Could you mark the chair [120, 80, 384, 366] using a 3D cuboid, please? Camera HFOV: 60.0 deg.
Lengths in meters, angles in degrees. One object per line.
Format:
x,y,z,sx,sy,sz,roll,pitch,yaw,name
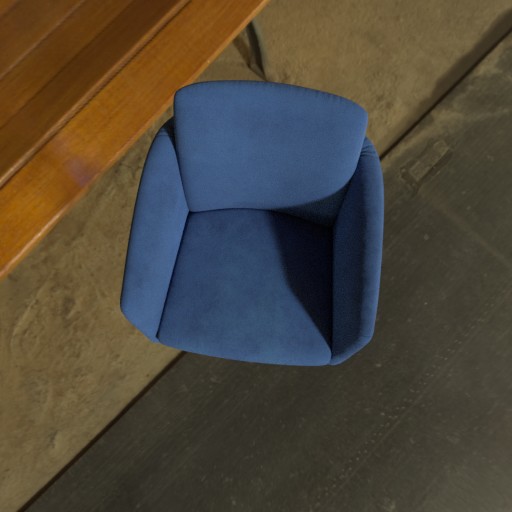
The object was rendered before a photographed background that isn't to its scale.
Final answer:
0.000,0.000,1.364,0.641,0.908,0.635,7,75,2,chair
